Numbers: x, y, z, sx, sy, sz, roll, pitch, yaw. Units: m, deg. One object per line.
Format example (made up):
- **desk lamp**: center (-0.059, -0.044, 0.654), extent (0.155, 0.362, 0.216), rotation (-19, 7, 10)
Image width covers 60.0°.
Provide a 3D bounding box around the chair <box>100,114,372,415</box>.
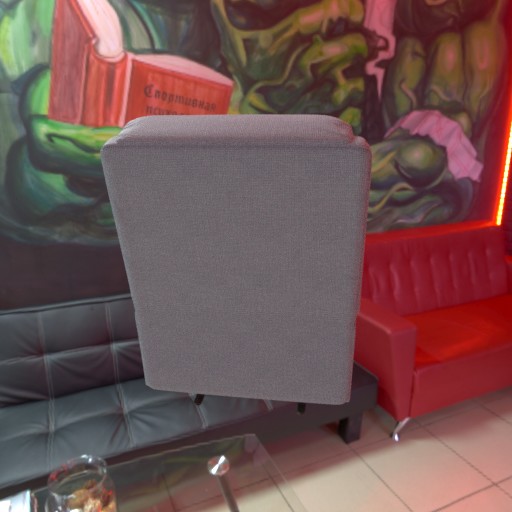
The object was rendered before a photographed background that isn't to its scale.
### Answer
- **chair**: center (0.000, 0.000, 1.773), extent (0.838, 1.054, 1.014), rotation (2, 16, 8)
